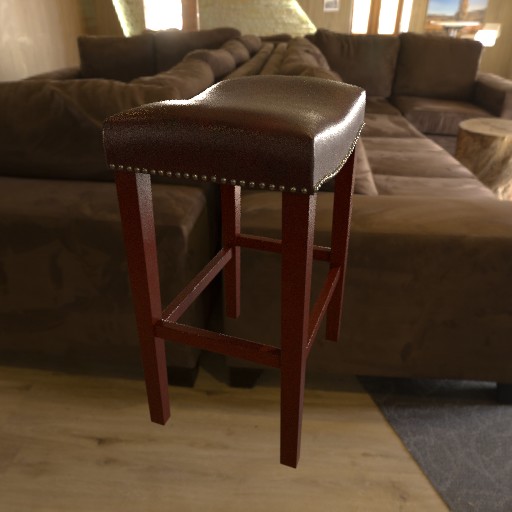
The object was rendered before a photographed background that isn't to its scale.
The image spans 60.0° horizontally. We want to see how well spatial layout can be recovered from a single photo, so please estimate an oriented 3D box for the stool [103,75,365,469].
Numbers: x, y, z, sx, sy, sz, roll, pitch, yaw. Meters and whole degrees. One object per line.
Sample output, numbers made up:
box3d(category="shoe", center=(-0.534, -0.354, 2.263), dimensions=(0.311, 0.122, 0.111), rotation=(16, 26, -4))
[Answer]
box3d(category="stool", center=(0.000, 0.000, 1.035), dimensions=(0.372, 0.742, 0.504), rotation=(10, 30, 18))
